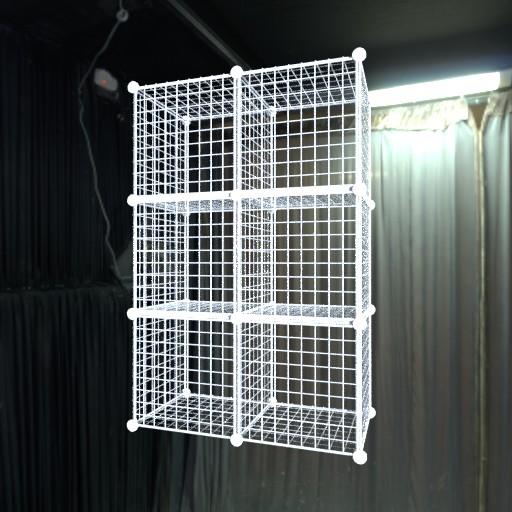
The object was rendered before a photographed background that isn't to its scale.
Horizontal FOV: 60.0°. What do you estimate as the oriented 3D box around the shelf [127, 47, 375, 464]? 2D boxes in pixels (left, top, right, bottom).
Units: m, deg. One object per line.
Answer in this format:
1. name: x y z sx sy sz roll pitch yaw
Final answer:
1. shelf: 0.000 0.000 1.412 0.711 1.067 0.356 0 -1 19
